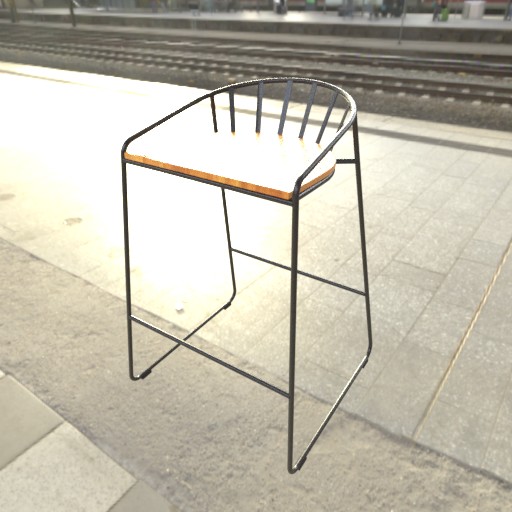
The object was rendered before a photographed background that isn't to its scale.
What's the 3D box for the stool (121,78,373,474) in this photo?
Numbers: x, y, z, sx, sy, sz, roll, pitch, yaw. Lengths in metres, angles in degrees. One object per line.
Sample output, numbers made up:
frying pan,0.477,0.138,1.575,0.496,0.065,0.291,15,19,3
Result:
stool,0.000,0.000,1.155,0.546,0.812,0.521,19,35,28
